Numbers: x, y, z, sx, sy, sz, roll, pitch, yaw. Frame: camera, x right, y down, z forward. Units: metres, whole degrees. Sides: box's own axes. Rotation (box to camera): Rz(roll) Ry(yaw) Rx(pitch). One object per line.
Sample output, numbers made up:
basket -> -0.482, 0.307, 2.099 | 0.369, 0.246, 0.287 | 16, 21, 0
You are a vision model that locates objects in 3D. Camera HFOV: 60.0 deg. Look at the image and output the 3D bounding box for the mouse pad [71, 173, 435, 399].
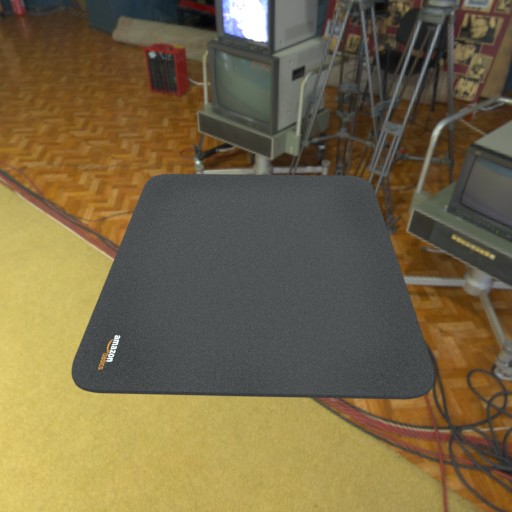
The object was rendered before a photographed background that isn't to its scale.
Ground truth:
mouse pad -> 0.000, 0.000, 0.323 | 0.203, 0.003, 0.229 | 1, 40, 1
